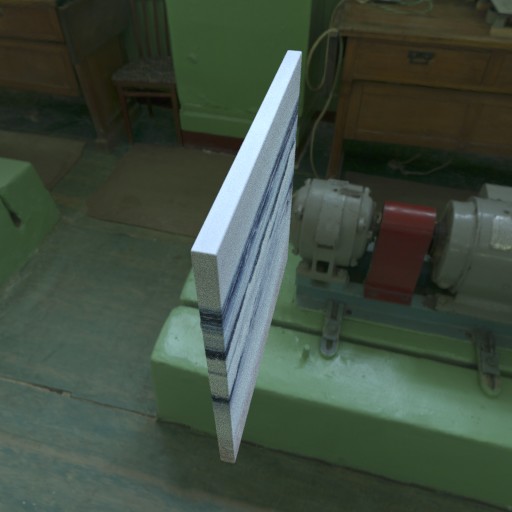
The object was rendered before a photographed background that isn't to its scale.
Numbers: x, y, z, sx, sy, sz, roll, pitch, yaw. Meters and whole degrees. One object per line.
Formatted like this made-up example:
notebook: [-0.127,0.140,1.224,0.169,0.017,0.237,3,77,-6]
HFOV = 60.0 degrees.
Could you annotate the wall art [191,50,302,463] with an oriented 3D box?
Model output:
wall art: [0.000,0.000,1.129,0.065,0.747,0.755,9,46,9]
